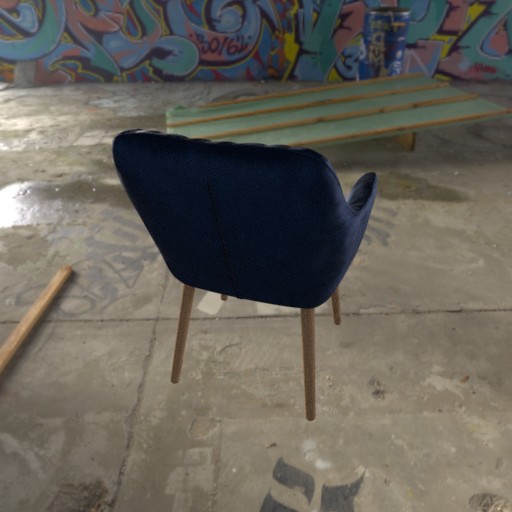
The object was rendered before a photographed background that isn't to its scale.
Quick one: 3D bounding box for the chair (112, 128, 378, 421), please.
[{"bbox_3d":[0.000,0.000,1.224,0.578,0.826,0.573,10,34,15],"label":"chair"}]
